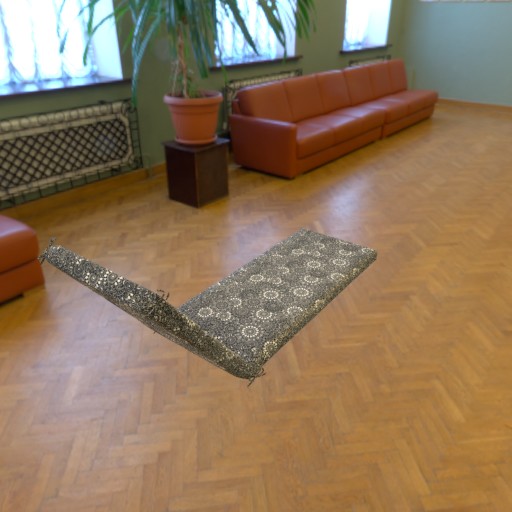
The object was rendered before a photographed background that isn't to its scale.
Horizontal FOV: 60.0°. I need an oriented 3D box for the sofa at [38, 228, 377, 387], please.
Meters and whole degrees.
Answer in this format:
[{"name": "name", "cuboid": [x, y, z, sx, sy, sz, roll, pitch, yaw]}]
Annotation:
[{"name": "sofa", "cuboid": [0.000, 0.000, 1.995, 0.582, 0.622, 1.663, 20, 35, 32]}]
